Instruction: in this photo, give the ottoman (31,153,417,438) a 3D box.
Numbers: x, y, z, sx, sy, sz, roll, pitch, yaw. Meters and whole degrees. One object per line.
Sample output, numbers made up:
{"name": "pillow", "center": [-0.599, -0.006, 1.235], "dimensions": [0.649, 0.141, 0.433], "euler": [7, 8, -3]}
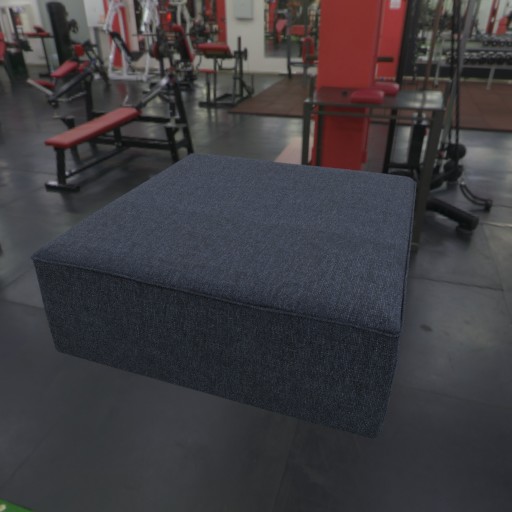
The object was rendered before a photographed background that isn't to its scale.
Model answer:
{"name": "ottoman", "center": [0.000, 0.000, 1.574], "dimensions": [1.023, 0.423, 1.017], "euler": [10, 31, 17]}
